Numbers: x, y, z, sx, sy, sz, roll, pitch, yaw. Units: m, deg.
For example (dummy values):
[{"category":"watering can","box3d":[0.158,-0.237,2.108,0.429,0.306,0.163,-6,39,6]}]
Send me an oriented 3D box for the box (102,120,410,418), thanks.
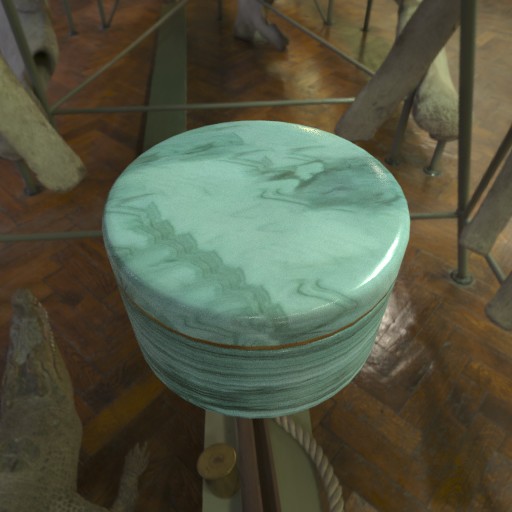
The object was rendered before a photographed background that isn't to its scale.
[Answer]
[{"category":"box","box3d":[0.000,0.000,0.168,0.101,0.063,0.101,0,46,0]}]
